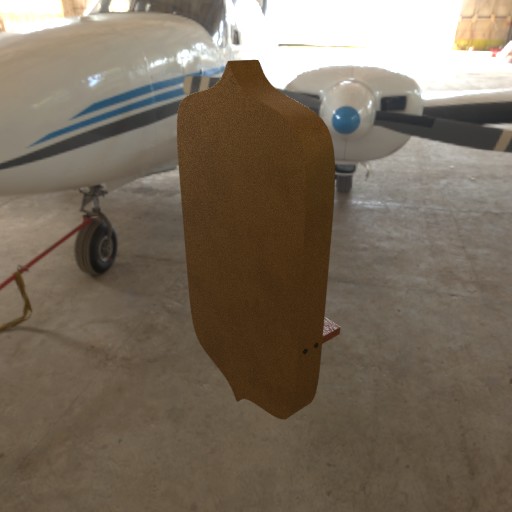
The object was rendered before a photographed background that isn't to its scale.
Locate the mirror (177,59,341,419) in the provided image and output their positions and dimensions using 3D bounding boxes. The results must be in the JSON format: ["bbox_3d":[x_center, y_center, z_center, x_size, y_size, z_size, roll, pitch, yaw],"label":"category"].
[{"bbox_3d":[0.000,0.000,0.755,0.096,0.613,0.323,-20,33,-33],"label":"mirror"}]
